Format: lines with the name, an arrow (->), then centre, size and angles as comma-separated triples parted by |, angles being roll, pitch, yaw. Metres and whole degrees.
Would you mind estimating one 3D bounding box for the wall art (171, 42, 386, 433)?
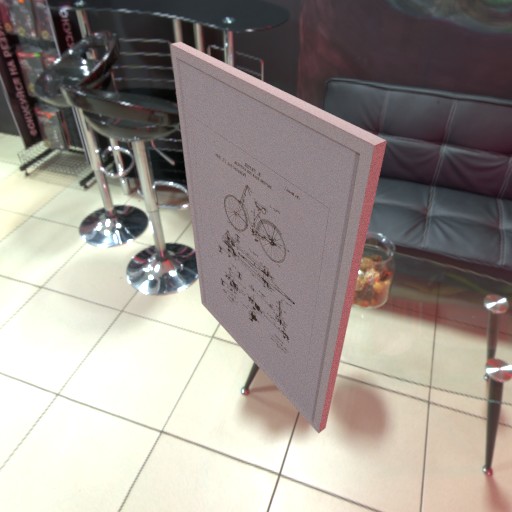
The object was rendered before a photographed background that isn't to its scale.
wall art -> 0.000, 0.000, 0.613 | 0.015, 0.477, 0.332 | -27, 48, -27
